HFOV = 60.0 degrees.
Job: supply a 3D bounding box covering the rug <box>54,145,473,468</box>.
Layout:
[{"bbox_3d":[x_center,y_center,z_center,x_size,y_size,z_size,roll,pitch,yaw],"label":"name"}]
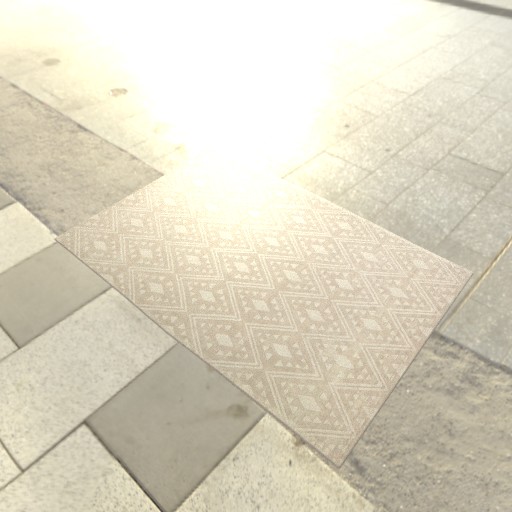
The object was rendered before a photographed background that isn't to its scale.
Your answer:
[{"bbox_3d":[0.000,0.000,2.320,1.829,0.034,1.252,31,53,27],"label":"rug"}]
